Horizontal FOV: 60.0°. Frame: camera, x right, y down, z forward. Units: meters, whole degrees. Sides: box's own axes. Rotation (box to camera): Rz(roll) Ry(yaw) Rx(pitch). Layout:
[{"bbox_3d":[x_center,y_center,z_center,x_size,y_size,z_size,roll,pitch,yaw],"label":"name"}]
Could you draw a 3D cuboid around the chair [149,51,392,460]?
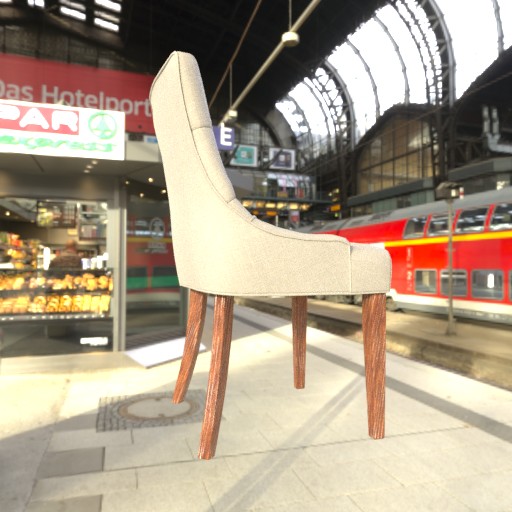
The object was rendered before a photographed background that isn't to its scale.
[{"bbox_3d":[0.000,0.000,1.208,0.565,0.874,0.509,0,-1,-19],"label":"chair"}]
